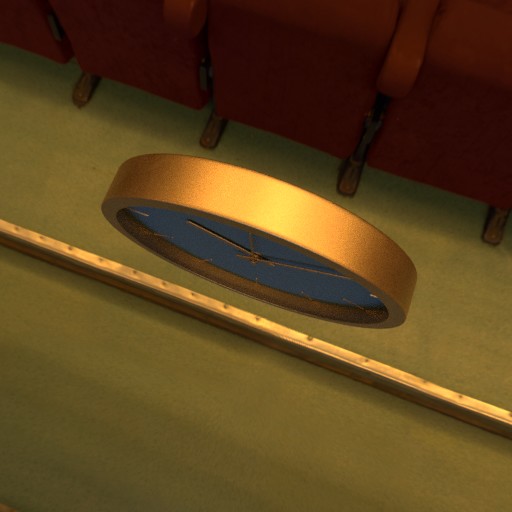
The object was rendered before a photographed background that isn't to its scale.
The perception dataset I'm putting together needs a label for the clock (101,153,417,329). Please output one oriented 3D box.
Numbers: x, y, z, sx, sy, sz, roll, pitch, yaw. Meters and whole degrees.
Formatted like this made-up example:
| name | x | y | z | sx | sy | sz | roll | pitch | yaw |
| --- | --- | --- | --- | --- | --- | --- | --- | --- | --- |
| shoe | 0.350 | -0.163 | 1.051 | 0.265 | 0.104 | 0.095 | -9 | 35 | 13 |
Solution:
| name | x | y | z | sx | sy | sz | roll | pitch | yaw |
| --- | --- | --- | --- | --- | --- | --- | --- | --- | --- |
| clock | 0.000 | 0.000 | 0.457 | 0.314 | 0.314 | 0.040 | 20 | 76 | 5 |
